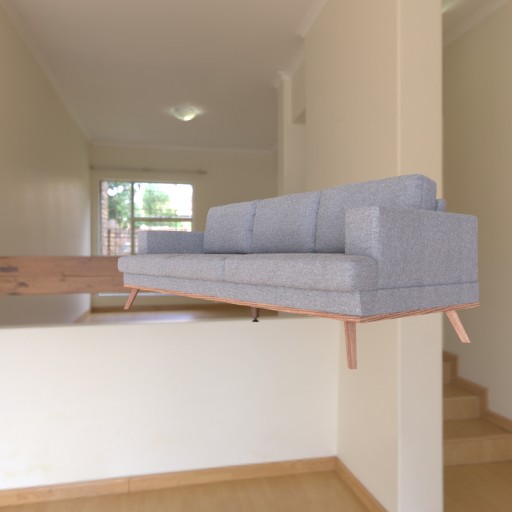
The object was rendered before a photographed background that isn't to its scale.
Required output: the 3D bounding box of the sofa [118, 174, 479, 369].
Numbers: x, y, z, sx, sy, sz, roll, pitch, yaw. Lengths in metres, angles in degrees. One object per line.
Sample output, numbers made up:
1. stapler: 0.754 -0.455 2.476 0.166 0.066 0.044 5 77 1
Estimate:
1. sofa: 0.000 0.000 2.729 0.920 0.810 2.310 0 0 -37
